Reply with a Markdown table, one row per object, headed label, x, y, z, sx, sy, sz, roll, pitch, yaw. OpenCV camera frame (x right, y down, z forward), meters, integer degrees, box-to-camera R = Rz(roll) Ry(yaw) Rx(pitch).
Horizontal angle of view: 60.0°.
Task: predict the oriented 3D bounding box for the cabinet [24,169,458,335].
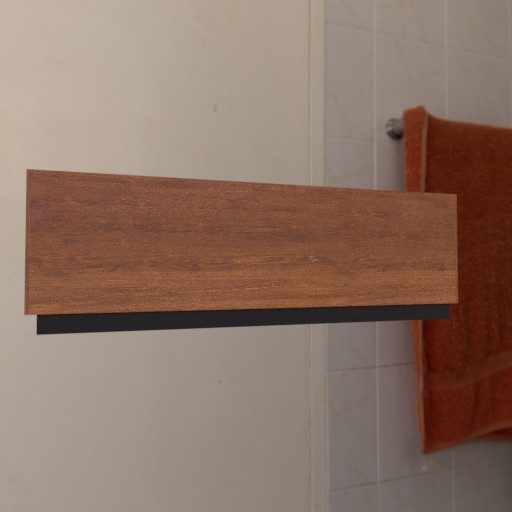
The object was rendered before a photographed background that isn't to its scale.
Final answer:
| label | x | y | z | sx | sy | sz | roll | pitch | yaw |
| --- | --- | --- | --- | --- | --- | --- | --- | --- | --- |
| cabinet | 0.000 | 0.000 | 1.787 | 1.600 | 0.510 | 0.419 | 1 | -2 | -17 |
